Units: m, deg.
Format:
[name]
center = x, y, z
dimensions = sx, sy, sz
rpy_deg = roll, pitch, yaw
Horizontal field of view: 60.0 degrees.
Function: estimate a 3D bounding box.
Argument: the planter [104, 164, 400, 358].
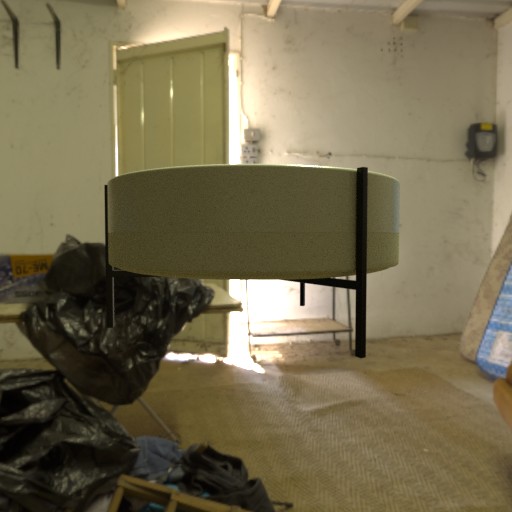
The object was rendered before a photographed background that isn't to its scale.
[planter]
center = 0.000, 0.000, 0.535
dimensions = 0.336, 0.171, 0.345
rpy_deg = -2, 3, -34
